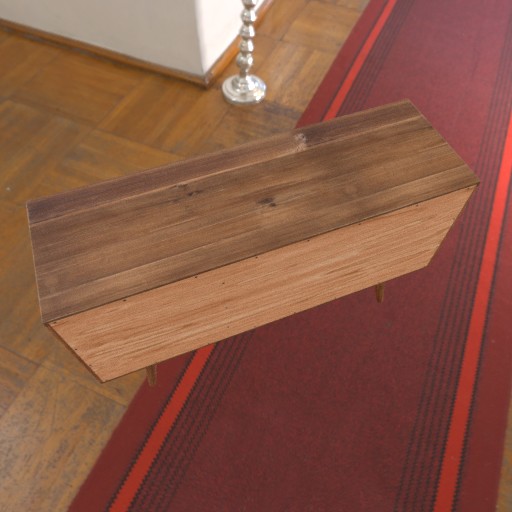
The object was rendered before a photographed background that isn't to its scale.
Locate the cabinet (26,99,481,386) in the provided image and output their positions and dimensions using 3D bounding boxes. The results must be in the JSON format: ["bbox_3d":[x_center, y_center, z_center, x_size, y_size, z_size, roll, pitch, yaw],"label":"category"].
[{"bbox_3d":[0.000,0.000,1.768,1.400,0.800,0.472,-18,59,-11],"label":"cabinet"}]
